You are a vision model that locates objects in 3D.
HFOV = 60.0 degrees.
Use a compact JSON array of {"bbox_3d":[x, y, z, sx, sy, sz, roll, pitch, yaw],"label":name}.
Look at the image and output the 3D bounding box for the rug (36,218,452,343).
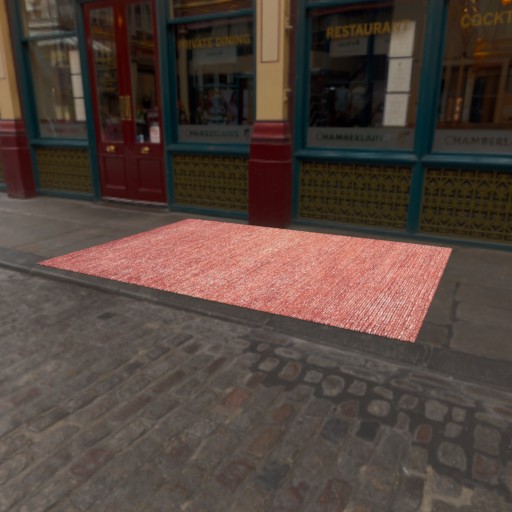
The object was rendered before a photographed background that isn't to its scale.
[{"bbox_3d":[0.000,0.000,5.136,3.965,0.025,2.803,8,18,27],"label":"rug"}]
